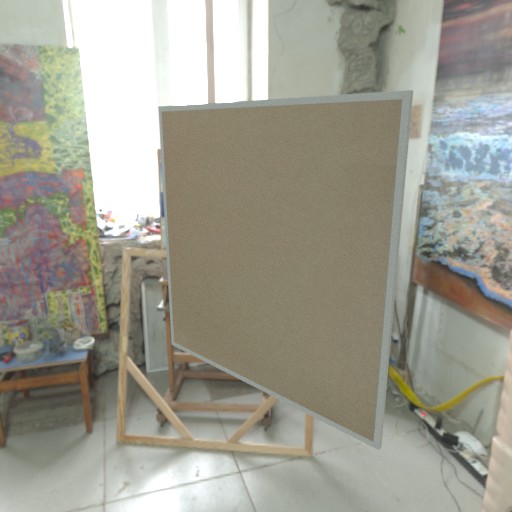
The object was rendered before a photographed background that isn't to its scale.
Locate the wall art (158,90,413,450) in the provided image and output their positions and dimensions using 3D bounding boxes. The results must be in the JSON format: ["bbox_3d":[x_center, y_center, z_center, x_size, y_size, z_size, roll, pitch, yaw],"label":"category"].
[{"bbox_3d":[0.000,0.000,0.687,0.456,0.456,0.007,14,21,41],"label":"wall art"}]
